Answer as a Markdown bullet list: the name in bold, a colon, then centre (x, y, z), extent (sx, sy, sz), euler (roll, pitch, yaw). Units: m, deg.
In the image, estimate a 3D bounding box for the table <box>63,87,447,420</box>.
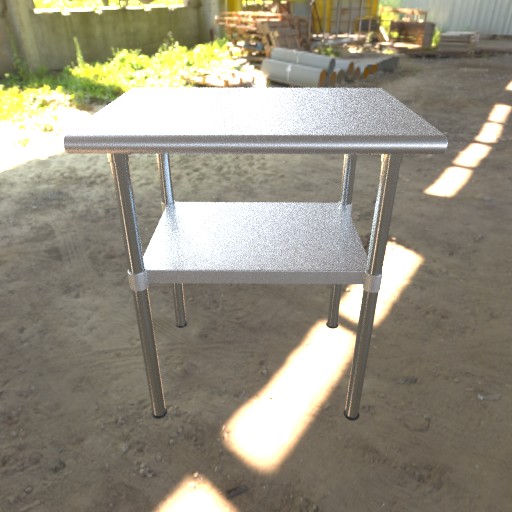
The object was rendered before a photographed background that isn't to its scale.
- **table**: centre (0.000, 0.000, 1.342), extent (0.762, 0.876, 0.584), euler (0, 30, 1)
